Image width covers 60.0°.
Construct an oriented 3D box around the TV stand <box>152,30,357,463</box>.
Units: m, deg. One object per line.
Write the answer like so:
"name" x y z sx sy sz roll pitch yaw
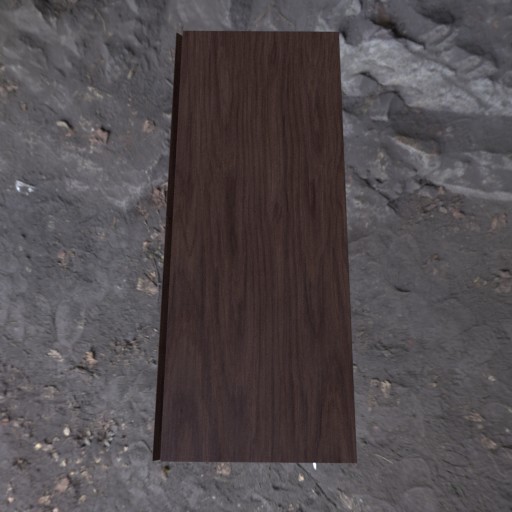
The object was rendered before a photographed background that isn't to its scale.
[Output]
"TV stand" 0.000 0.000 1.305 0.405 0.660 0.990 0 77 0
